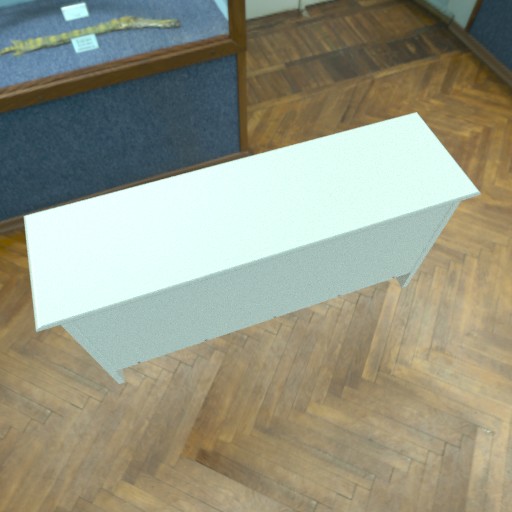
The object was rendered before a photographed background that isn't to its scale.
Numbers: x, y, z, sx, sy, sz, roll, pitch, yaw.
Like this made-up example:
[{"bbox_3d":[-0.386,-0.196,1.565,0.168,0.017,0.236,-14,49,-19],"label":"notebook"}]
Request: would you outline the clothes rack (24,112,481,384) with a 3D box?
[{"bbox_3d":[0.000,0.000,1.344,1.120,0.531,0.324,-17,60,-10],"label":"clothes rack"}]
